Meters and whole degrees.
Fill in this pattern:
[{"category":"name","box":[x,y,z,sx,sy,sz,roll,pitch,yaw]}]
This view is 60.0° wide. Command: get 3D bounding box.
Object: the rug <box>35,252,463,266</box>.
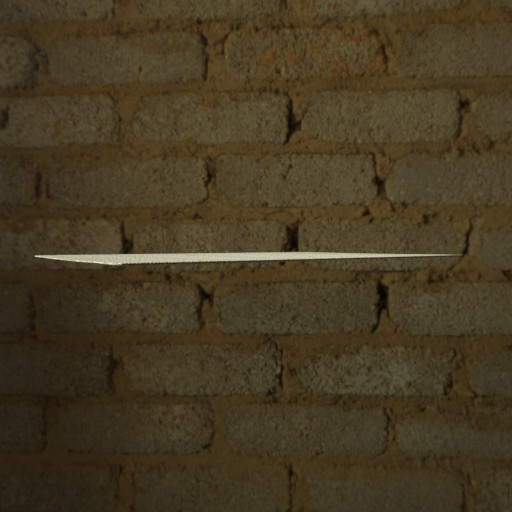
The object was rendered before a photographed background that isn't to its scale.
[{"category":"rug","box":[0.000,0.000,2.151,1.758,0.010,1.143,-1,2,-37]}]
